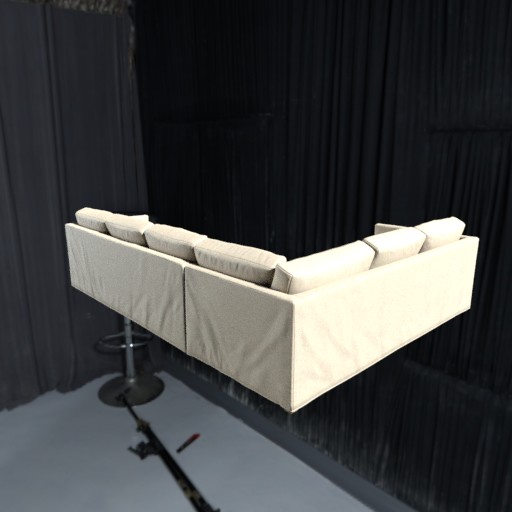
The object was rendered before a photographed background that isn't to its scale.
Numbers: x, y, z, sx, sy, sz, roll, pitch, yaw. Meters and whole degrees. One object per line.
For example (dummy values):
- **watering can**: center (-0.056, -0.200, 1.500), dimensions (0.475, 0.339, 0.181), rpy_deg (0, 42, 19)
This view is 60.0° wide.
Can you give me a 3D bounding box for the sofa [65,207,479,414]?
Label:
- **sofa**: center (0.000, 0.000, 4.285), dimensions (2.432, 0.871, 3.182), rpy_deg (-13, 19, -41)
